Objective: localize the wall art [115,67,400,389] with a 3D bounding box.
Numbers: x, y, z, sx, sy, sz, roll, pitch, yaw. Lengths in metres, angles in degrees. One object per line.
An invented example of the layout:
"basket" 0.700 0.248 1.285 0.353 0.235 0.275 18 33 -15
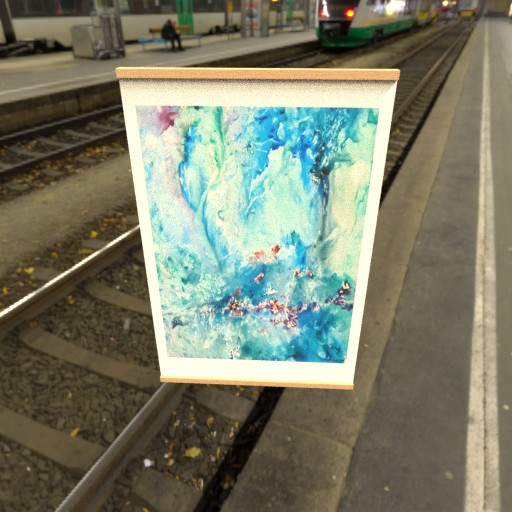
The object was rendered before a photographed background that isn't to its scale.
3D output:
"wall art" 0.000 0.000 1.304 0.669 1.020 0.027 2 29 3
